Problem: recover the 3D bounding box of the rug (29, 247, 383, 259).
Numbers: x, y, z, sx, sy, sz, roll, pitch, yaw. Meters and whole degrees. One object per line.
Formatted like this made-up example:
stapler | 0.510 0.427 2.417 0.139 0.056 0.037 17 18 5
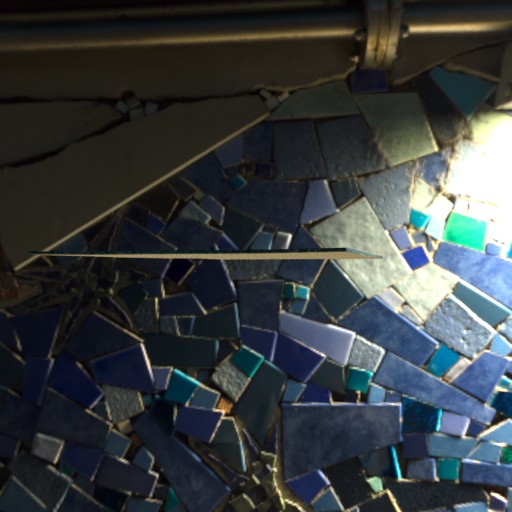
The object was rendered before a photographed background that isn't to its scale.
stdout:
rug | 0.000 0.000 2.208 1.136 0.017 1.728 0 -1 19
